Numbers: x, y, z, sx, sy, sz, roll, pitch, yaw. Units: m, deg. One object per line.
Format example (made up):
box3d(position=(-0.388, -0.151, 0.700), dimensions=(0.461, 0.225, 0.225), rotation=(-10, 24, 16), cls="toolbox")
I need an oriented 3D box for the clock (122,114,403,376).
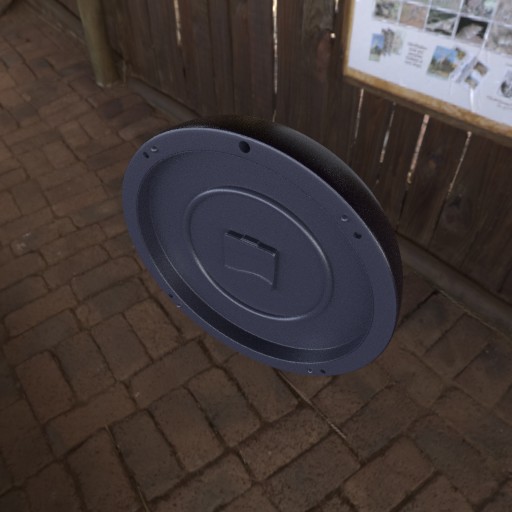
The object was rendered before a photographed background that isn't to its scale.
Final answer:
box3d(position=(0.000, 0.000, 0.449), dimensions=(0.300, 0.300, 0.060), rotation=(22, 49, 20), cls="clock")
